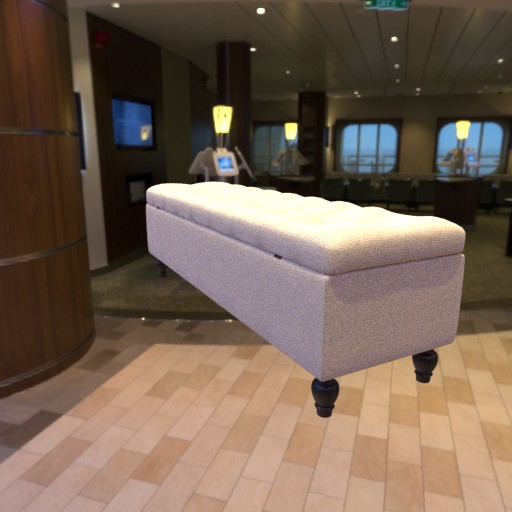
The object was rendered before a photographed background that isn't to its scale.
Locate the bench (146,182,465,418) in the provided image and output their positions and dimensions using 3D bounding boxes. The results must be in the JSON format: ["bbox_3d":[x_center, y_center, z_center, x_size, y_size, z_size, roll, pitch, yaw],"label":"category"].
[{"bbox_3d":[0.000,0.000,1.694,0.455,0.467,1.480,-7,15,-27],"label":"bench"}]
